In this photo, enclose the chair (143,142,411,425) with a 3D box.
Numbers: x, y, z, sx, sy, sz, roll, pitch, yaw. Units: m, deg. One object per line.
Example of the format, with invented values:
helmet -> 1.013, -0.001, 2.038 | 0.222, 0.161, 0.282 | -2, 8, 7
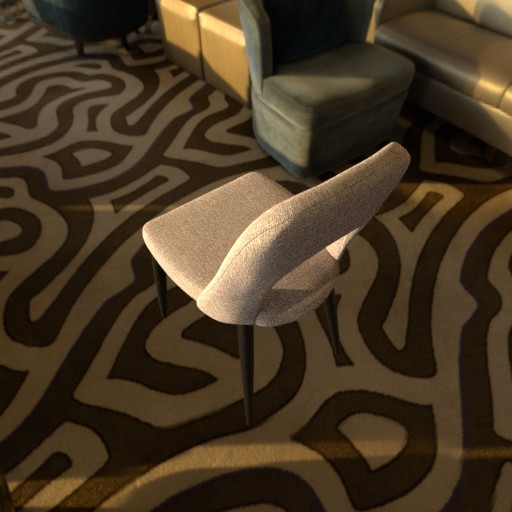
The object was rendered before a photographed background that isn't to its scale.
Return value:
chair -> 0.000, 0.000, 1.282 | 0.470, 0.931, 0.612 | -31, 55, -25
